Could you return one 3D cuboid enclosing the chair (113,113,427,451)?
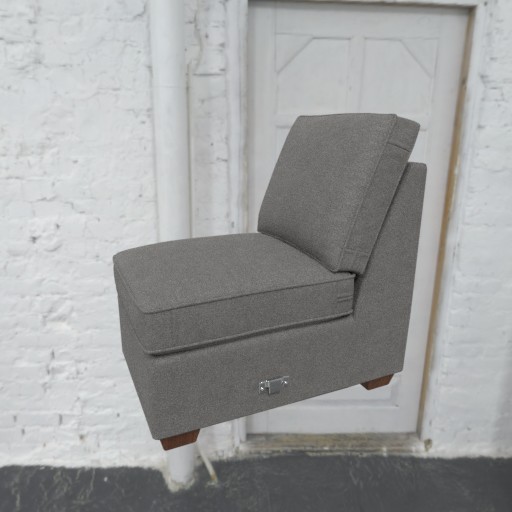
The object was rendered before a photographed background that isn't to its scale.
[{"bbox_3d":[0.000,0.000,1.575,0.938,0.970,0.621,-8,18,-24],"label":"chair"}]
